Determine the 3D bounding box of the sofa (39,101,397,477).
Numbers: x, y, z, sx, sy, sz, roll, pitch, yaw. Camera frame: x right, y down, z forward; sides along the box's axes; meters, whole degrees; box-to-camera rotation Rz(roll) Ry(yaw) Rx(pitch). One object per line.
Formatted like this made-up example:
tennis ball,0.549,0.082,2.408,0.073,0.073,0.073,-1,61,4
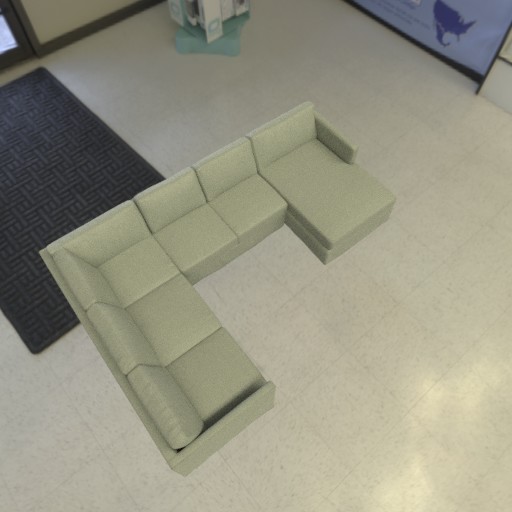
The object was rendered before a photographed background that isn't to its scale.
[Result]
sofa,0.000,0.000,4.538,3.460,0.882,2.427,-34,65,-18
